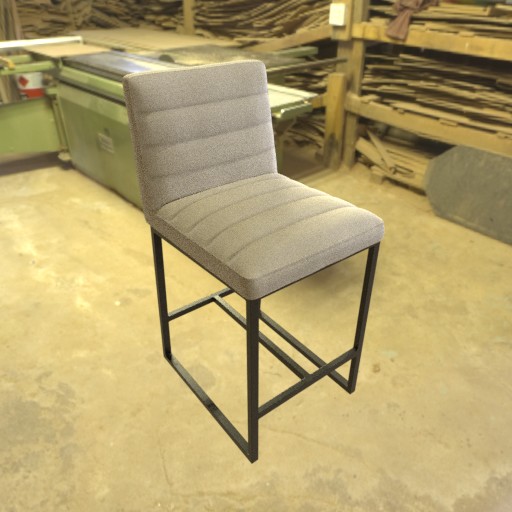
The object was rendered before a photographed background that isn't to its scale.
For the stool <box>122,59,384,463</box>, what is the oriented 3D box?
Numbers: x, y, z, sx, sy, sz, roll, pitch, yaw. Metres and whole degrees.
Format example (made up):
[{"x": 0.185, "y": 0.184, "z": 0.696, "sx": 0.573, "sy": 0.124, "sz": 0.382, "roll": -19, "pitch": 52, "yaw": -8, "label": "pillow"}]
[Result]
[{"x": 0.000, "y": 0.000, "z": 1.292, "sx": 0.459, "sy": 0.971, "sz": 0.567, "roll": -22, "pitch": 38, "yaw": -31, "label": "stool"}]
